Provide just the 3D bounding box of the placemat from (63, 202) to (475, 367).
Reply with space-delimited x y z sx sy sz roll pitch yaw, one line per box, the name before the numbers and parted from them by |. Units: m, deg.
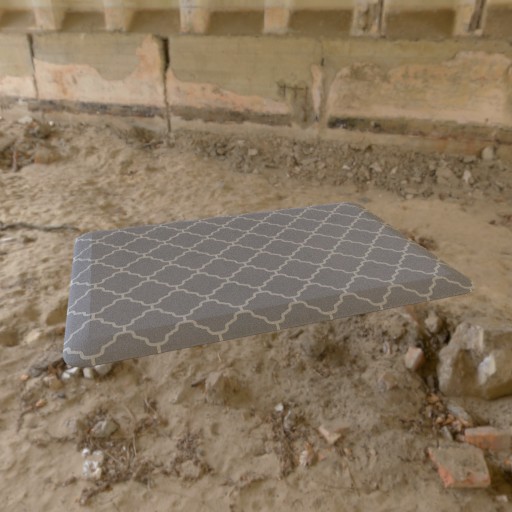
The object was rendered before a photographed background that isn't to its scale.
placemat | 0.000 0.000 0.966 0.762 0.021 0.508 -8 28 -16
